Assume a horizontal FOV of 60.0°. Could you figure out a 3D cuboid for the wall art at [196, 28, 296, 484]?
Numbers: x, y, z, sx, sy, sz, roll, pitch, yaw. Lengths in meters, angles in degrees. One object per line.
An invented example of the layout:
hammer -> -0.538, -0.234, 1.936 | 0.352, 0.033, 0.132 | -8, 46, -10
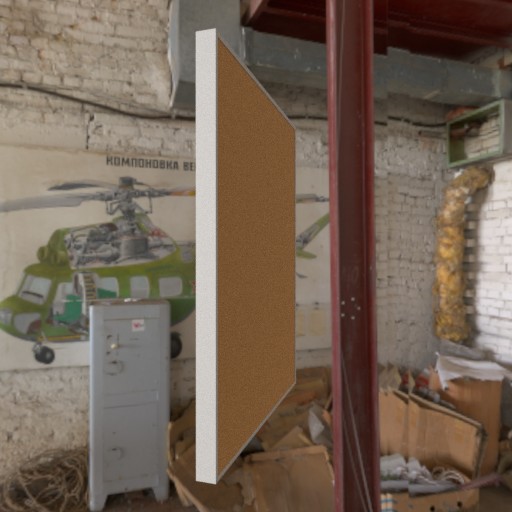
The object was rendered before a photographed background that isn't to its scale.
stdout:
wall art -> 0.000, 0.000, 1.042 | 0.055, 0.763, 0.611 | 0, 0, 18
